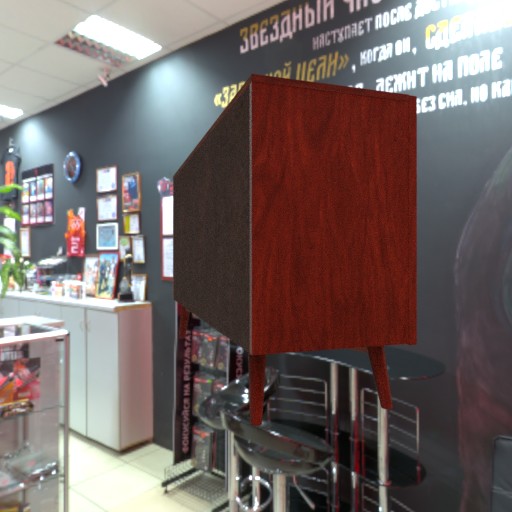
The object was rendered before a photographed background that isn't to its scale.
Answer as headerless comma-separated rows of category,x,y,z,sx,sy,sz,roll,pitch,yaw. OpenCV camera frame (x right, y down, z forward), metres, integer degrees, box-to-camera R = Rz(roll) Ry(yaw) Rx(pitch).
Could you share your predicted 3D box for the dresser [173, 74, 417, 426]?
dresser,0.000,0.000,1.858,0.500,0.889,1.472,0,0,-18
